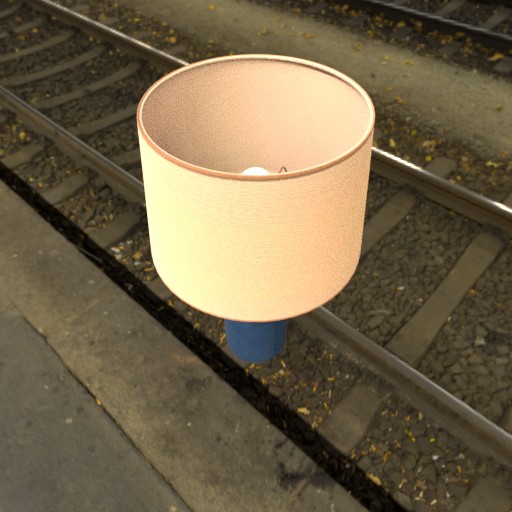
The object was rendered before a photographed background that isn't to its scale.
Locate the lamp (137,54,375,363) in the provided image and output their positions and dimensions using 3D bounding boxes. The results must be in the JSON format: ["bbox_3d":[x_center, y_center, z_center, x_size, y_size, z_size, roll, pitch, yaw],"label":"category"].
[{"bbox_3d":[0.000,0.000,0.827,0.367,0.609,0.367,0,47,0],"label":"lamp"}]
